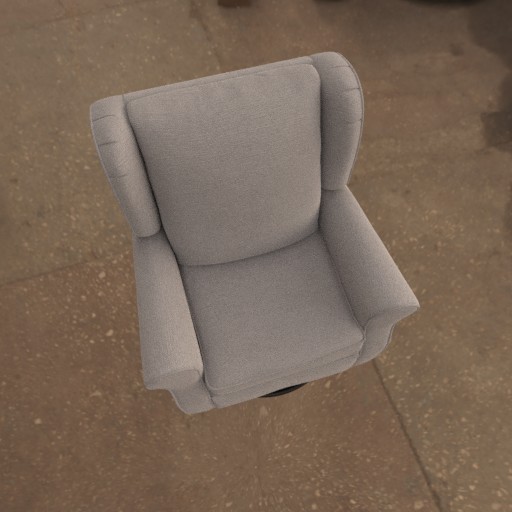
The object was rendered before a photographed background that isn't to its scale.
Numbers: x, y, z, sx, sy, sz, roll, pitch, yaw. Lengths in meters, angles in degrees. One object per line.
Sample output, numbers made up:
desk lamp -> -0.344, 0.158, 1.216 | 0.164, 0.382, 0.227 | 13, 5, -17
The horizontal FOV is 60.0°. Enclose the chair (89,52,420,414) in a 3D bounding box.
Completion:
chair -> 0.000, 0.000, 1.588 | 0.906, 0.966, 0.854 | -15, 65, -7
